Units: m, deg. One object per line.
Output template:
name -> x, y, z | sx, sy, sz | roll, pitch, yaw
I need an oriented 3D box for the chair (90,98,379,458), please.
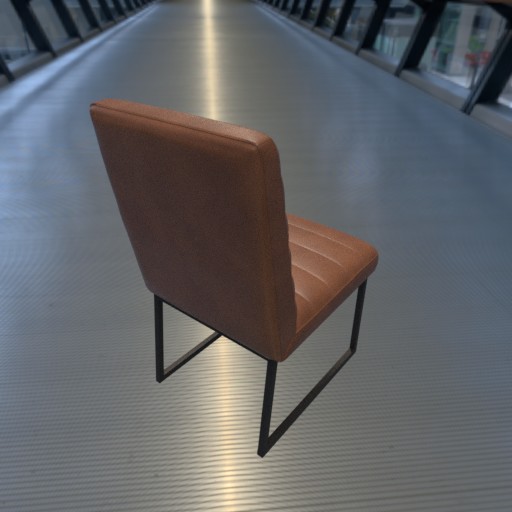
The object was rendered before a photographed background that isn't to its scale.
chair -> 0.000, 0.000, 1.315 | 0.520, 0.930, 0.634 | 23, 38, 33
